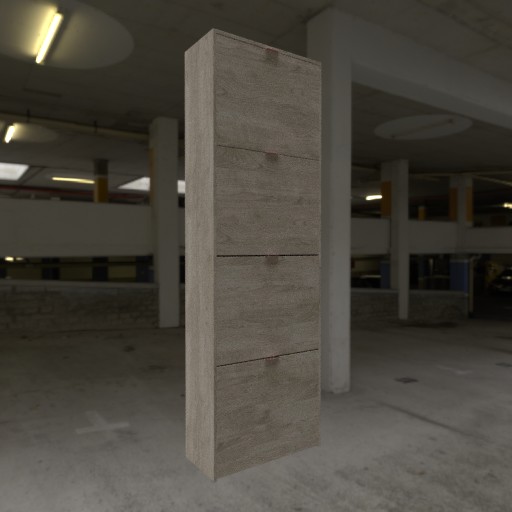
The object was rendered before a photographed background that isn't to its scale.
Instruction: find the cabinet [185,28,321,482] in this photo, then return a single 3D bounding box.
[{"bbox_3d":[0.000,0.000,1.829,0.520,1.630,0.250,-1,1,-34],"label":"cabinet"}]
